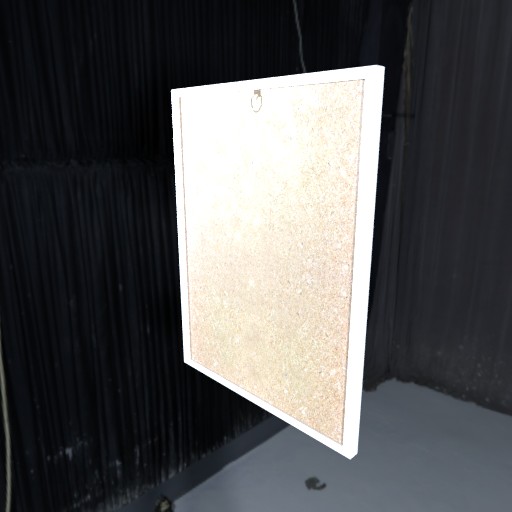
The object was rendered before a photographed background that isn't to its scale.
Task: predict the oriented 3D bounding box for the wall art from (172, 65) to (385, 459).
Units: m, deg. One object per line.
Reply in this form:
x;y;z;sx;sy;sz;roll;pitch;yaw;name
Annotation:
0.000;0.000;1.426;0.042;1.056;0.805;-15;21;-43;wall art
